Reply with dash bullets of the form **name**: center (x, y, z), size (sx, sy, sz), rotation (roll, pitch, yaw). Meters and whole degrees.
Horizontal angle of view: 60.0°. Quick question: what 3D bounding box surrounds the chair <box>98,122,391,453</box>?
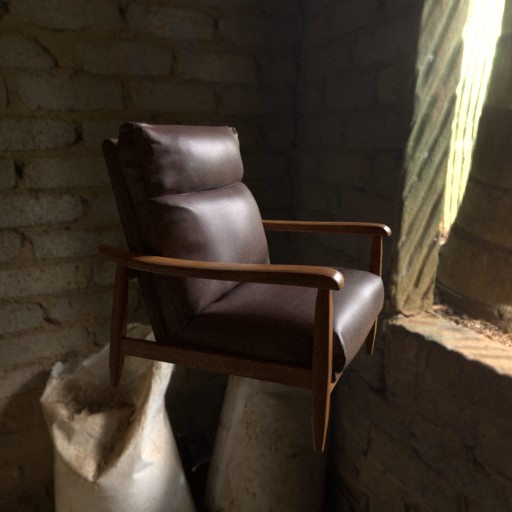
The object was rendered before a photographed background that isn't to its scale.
- **chair**: center (0.000, 0.000, 1.566), size (0.830, 0.897, 0.782), rotation (7, 17, 25)
